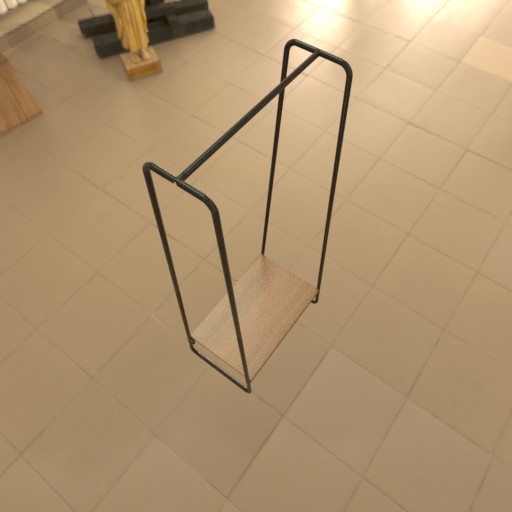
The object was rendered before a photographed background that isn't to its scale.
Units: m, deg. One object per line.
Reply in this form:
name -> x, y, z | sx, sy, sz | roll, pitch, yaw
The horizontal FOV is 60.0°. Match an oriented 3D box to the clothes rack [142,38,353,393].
clothes rack -> 0.000, 0.000, 1.804 | 0.400, 1.500, 0.640 | 32, 64, 18
